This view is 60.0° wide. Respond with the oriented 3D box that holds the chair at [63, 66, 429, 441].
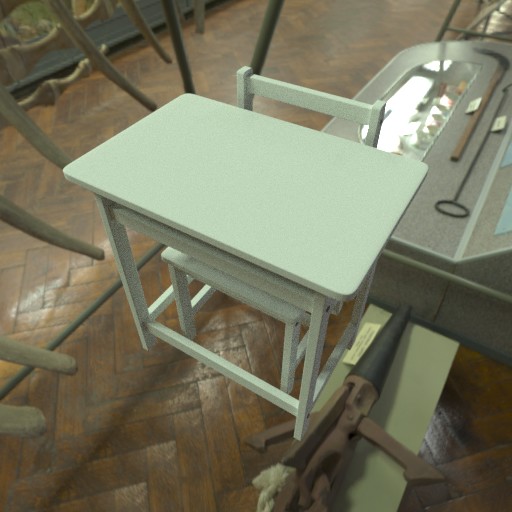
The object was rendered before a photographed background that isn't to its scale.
[{"bbox_3d":[0.000,0.000,1.060,0.599,0.673,0.461,24,50,22],"label":"chair"}]
